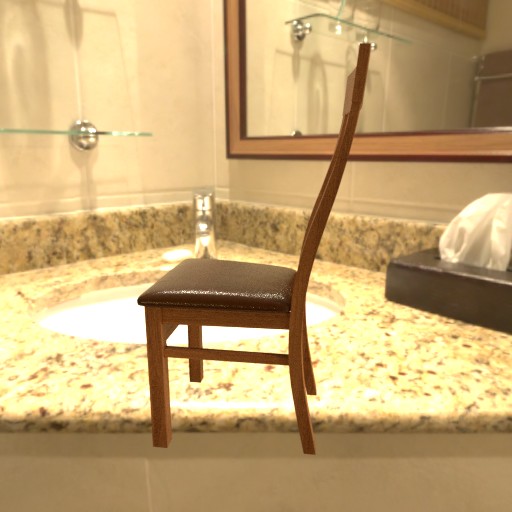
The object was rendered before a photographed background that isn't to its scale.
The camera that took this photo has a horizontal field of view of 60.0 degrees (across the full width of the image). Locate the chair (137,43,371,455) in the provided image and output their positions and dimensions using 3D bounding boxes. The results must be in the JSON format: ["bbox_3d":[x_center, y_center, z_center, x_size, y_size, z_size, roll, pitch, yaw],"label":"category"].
[{"bbox_3d":[0.000,0.000,1.311,0.580,1.050,0.450,2,14,8],"label":"chair"}]
